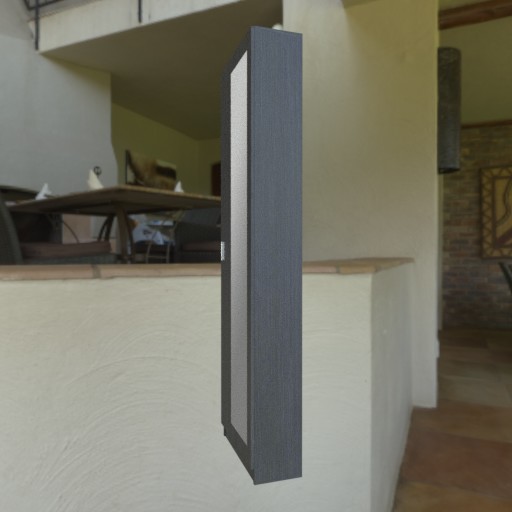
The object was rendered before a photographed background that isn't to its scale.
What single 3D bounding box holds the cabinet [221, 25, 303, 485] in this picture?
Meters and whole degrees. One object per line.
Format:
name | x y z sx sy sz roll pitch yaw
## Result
cabinet | 0.000 0.000 1.991 0.230 1.790 0.500 0 1 -18
